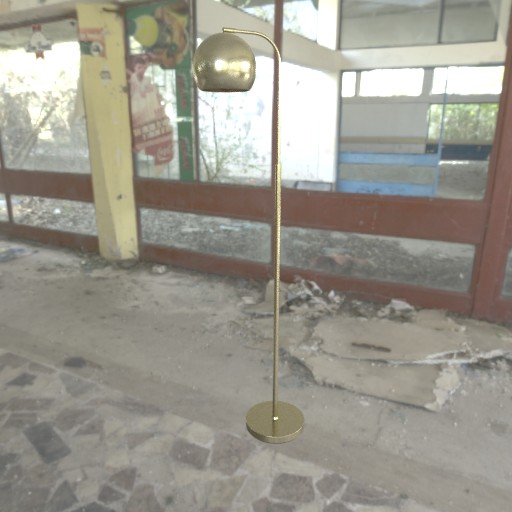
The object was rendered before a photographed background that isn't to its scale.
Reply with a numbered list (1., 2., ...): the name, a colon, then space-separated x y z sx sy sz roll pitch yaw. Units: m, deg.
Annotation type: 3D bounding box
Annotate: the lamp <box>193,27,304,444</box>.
1. lamp: 0.000 0.000 1.654 0.431 1.526 0.250 -8 18 -25
